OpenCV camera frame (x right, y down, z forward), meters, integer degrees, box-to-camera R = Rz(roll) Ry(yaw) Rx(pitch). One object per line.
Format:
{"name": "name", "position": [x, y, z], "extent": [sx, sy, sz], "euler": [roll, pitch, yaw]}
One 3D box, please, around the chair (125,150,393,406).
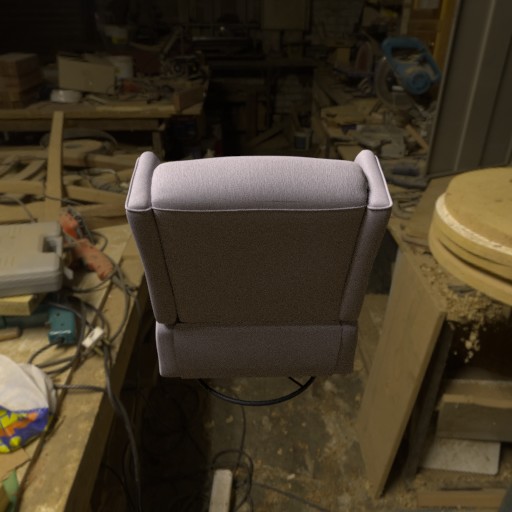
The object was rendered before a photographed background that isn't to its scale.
{"name": "chair", "position": [0.000, 0.000, 1.710], "extent": [0.847, 1.011, 0.969], "euler": [-1, 30, -1]}
